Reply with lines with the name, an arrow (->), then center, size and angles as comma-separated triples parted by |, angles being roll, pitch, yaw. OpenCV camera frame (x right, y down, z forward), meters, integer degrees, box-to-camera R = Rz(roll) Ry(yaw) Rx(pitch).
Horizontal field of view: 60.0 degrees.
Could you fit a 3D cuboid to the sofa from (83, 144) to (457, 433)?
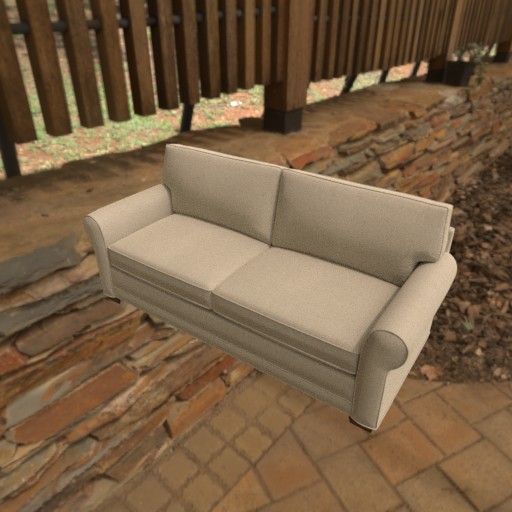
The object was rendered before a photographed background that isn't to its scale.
sofa -> 0.000, 0.000, 2.700 | 2.146, 0.962, 0.901 | 19, 35, 30
